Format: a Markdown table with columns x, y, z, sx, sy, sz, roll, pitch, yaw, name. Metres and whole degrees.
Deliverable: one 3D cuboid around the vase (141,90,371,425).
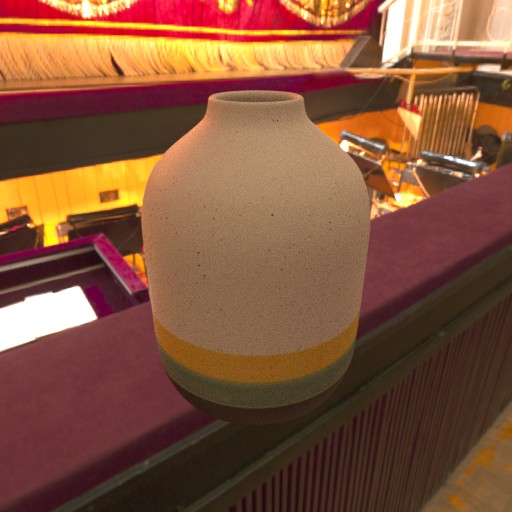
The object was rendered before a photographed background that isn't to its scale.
| x | y | z | sx | sy | sz | roll | pitch | yaw | name |
| --- | --- | --- | --- | --- | --- | --- | --- | --- | --- |
| 0.000 | 0.000 | 0.351 | 0.169 | 0.240 | 0.169 | 0 | 27 | 0 | vase |
